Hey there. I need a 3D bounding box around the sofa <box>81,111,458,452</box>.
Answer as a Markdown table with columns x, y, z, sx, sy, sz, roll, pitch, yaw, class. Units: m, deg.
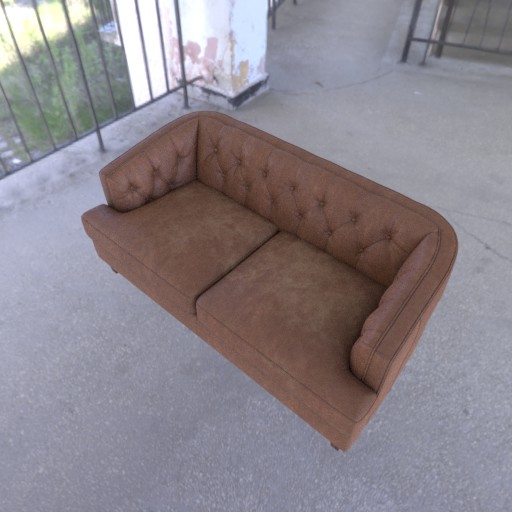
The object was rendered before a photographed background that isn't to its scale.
| x | y | z | sx | sy | sz | roll | pitch | yaw | class |
| --- | --- | --- | --- | --- | --- | --- | --- | --- | --- |
| 0.000 | 0.000 | 2.273 | 1.755 | 0.786 | 0.914 | 32 | 54 | 27 | sofa |
